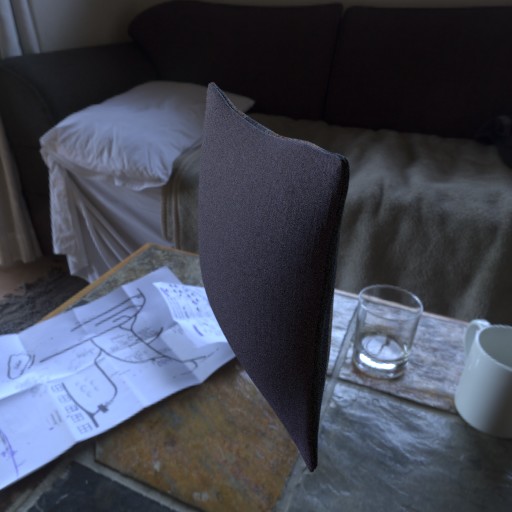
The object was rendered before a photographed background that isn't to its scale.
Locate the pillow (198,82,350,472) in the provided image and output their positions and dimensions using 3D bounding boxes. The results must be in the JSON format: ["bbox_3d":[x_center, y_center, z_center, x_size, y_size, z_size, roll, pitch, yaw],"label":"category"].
[{"bbox_3d":[0.000,0.000,0.644,0.136,0.419,0.437,-11,32,-18],"label":"pillow"}]
